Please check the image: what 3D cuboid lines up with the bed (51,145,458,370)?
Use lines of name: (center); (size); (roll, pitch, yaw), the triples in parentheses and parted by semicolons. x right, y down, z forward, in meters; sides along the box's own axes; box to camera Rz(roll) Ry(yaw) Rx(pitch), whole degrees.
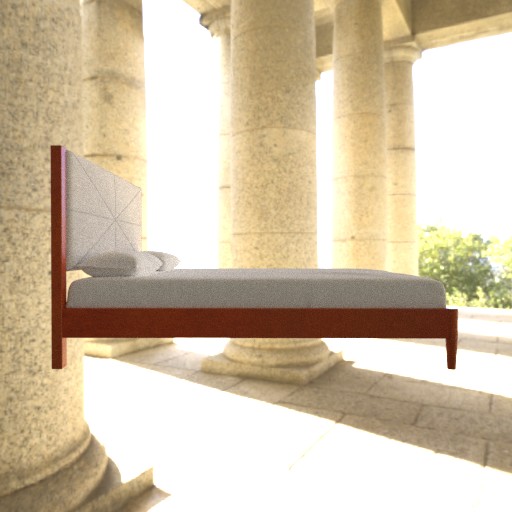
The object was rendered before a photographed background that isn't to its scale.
bed: (0.000, 0.000, 3.068); (2.117, 1.165, 1.566); (0, 1, 1)
